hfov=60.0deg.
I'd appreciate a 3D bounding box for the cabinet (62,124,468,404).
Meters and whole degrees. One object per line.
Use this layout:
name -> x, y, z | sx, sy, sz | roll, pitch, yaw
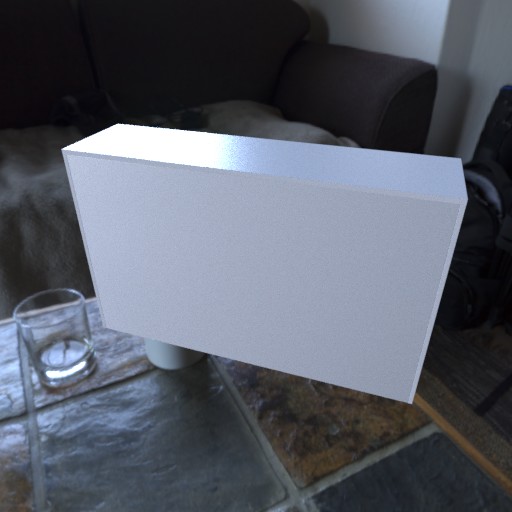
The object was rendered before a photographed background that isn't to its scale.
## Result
cabinet -> 0.000, 0.000, 1.896 | 1.450, 0.900, 0.380 | 10, 33, 16
